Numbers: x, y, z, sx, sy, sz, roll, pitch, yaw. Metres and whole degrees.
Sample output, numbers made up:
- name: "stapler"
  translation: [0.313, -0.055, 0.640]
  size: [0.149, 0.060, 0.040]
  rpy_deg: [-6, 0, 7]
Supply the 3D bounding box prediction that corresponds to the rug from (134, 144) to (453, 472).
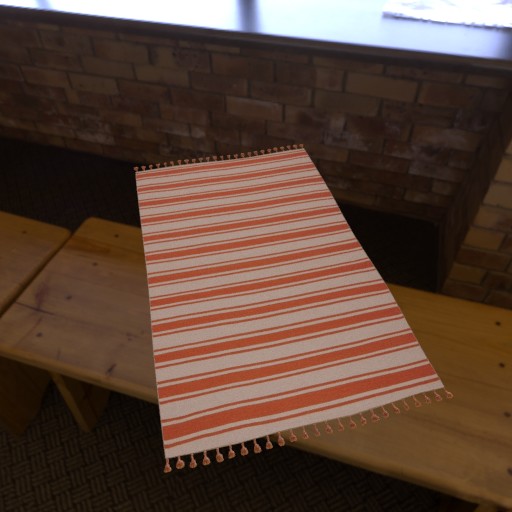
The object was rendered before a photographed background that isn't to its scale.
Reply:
- name: "rug"
  translation: [0.000, 0.000, 2.487]
  size: [1.232, 0.017, 2.092]
  rpy_deg: [-10, 47, -10]
